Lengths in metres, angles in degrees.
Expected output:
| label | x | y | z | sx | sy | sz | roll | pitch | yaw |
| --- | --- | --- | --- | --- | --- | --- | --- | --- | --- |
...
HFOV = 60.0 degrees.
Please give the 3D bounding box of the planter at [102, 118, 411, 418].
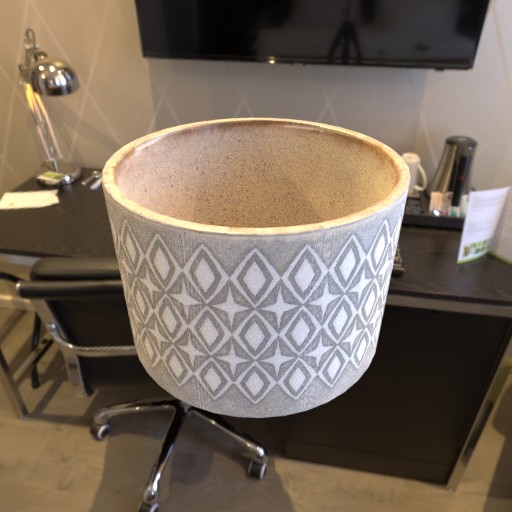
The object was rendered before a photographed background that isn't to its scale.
| label | x | y | z | sx | sy | sz | roll | pitch | yaw |
| --- | --- | --- | --- | --- | --- | --- | --- | --- | --- |
| planter | 0.000 | 0.000 | 0.316 | 0.186 | 0.144 | 0.186 | 0 | 33 | 0 |
